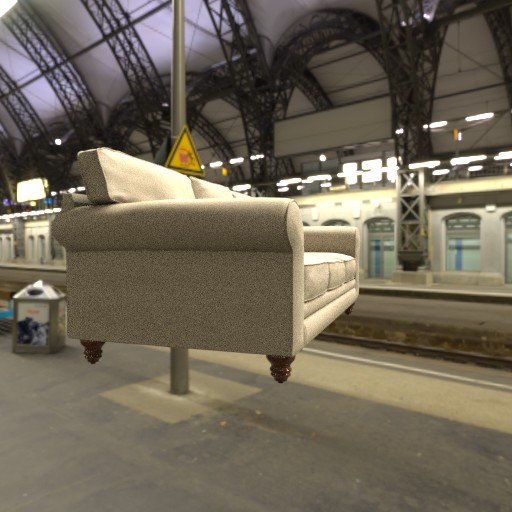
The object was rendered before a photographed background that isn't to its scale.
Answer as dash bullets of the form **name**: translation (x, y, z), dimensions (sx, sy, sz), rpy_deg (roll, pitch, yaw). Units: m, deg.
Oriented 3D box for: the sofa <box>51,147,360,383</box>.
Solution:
- **sofa**: translation (0.000, 0.000, 2.575), dimensions (0.998, 0.889, 2.118), rpy_deg (0, 1, 19)
